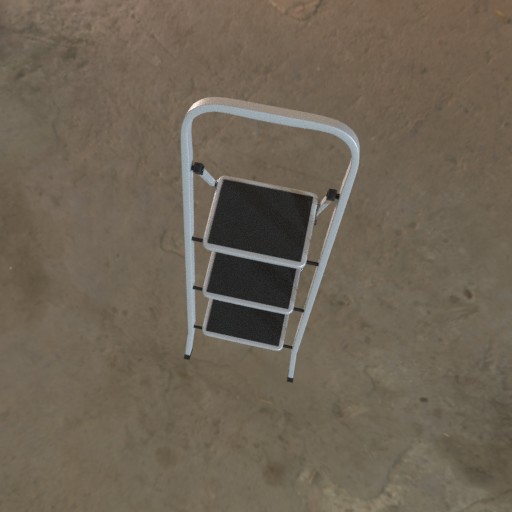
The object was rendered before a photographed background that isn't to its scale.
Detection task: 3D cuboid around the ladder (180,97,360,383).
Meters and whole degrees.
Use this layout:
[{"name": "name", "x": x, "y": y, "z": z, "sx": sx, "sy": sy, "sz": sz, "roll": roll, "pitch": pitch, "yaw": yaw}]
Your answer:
[{"name": "ladder", "x": 0.000, "y": 0.000, "z": 1.409, "sx": 0.460, "sy": 1.050, "sz": 0.711, "roll": 12, "pitch": 75, "yaw": 3}]
